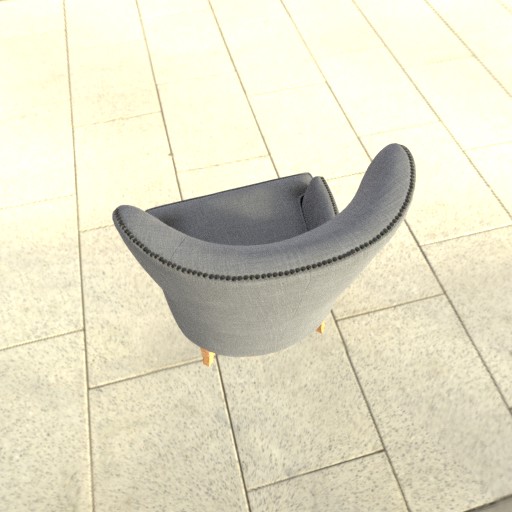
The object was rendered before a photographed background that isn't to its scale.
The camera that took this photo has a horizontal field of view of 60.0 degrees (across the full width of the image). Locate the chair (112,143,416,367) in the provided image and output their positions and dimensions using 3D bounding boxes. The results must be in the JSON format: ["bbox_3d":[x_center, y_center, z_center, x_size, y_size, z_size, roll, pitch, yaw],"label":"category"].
[{"bbox_3d":[0.000,0.000,1.765,0.864,1.176,0.883,-15,59,-9],"label":"chair"}]
